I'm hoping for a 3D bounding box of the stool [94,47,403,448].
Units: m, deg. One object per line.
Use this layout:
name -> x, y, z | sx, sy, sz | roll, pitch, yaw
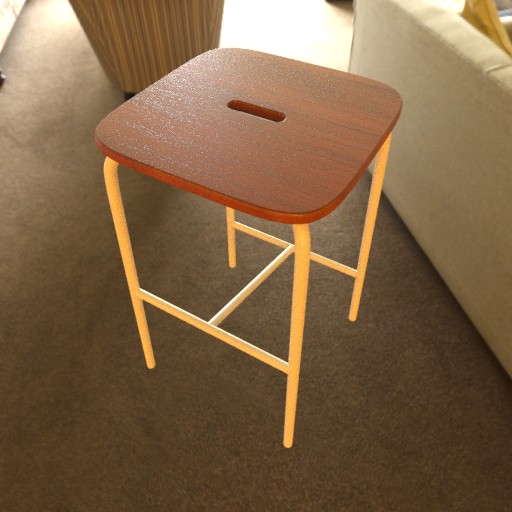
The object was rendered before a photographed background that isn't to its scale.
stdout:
stool -> 0.000, 0.000, 0.854 | 0.376, 0.610, 0.376 | 23, 52, 20
